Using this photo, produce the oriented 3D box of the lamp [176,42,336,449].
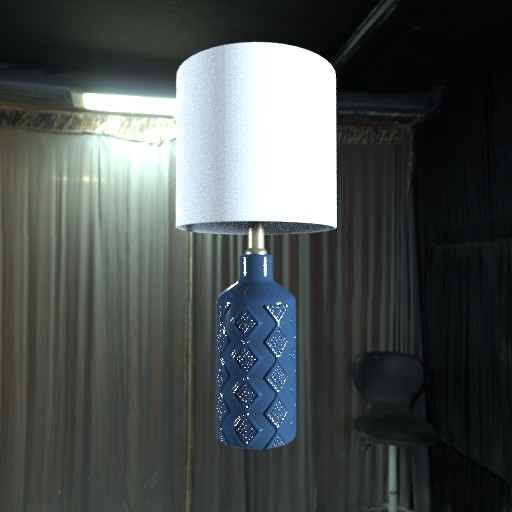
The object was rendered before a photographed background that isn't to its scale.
[{"bbox_3d":[0.000,0.000,0.579,0.207,0.461,0.207,0,-1,-17],"label":"lamp"}]
